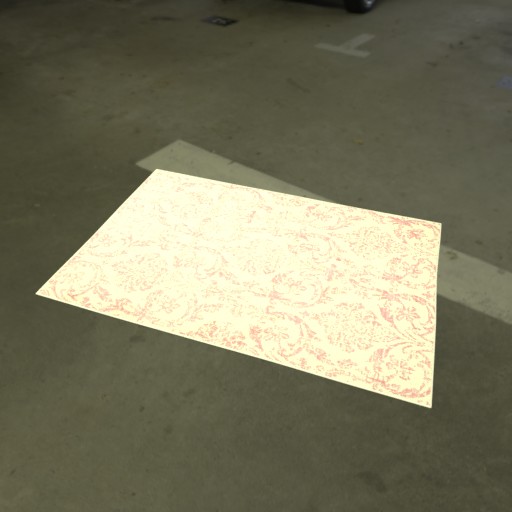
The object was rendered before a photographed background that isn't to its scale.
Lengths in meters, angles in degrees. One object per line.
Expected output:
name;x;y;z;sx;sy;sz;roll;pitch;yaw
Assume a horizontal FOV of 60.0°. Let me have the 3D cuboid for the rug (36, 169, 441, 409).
rug;0.000;0.000;3.502;2.746;0.018;1.819;13;44;14
